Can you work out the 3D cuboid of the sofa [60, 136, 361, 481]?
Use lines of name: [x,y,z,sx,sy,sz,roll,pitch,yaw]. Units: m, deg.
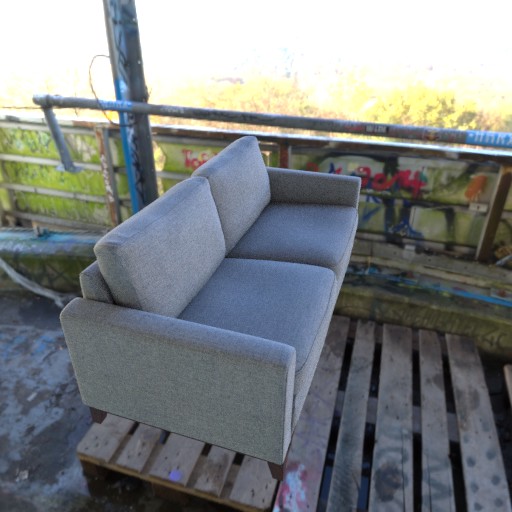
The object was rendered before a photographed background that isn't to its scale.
sofa: [0.000,0.000,2.481,0.969,0.892,1.978,10,31,16]
